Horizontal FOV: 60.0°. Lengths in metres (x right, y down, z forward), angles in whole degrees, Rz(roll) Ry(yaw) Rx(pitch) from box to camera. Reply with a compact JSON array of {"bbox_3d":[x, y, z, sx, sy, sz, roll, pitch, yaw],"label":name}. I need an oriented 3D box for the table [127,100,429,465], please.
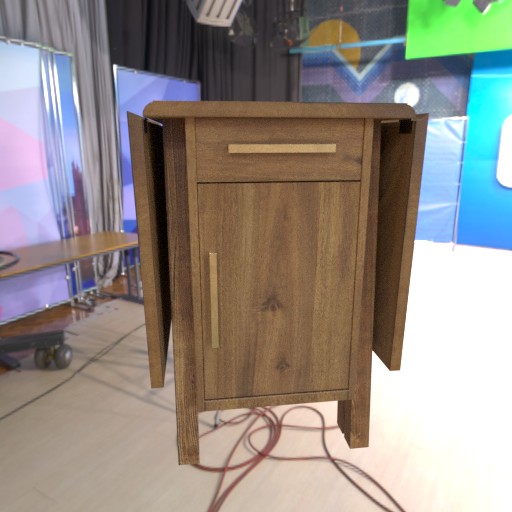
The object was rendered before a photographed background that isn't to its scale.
[{"bbox_3d":[0.000,0.000,1.595,0.701,0.981,0.967,-2,15,-8],"label":"table"}]
